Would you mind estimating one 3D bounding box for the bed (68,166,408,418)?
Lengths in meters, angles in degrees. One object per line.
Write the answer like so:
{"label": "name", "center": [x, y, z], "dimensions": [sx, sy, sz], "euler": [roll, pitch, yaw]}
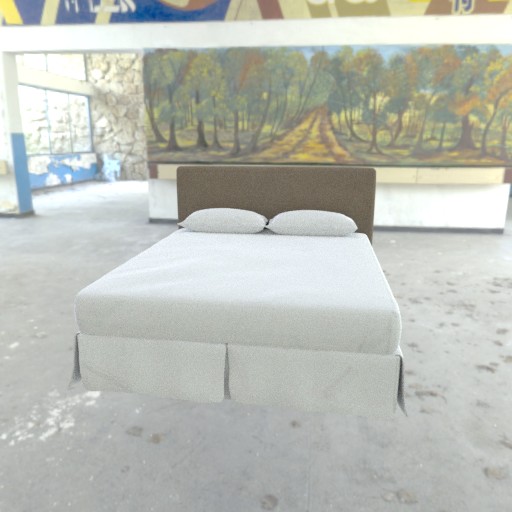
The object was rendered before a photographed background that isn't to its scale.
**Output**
{"label": "bed", "center": [0.000, 0.000, 3.628], "dimensions": [2.119, 1.317, 2.341], "euler": [2, 15, 8]}
